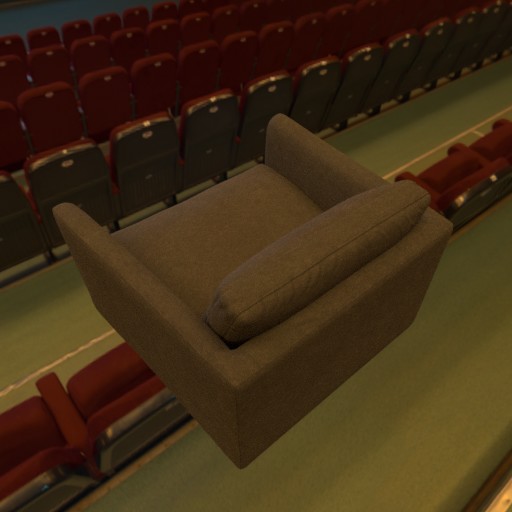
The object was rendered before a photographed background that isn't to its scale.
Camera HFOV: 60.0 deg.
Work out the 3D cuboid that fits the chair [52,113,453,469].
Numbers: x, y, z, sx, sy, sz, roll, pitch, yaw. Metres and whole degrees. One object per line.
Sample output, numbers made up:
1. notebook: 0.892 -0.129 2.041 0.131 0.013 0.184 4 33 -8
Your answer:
1. chair: 0.000 0.000 1.858 1.190 0.845 1.091 -31 53 -27
